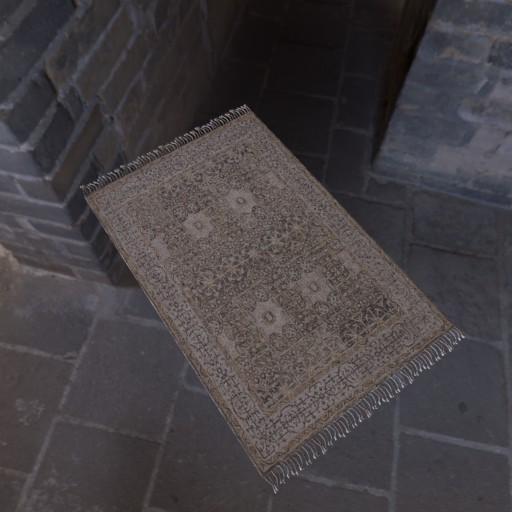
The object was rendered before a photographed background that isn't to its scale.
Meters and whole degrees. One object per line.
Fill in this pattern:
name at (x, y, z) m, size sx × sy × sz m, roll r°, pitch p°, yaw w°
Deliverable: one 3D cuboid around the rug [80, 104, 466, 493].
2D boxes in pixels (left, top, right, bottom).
rug at (0.000, 0.000, 2.496) m, size 1.237 × 0.010 × 2.029 m, roll -32°, pitch 67°, yaw -15°
